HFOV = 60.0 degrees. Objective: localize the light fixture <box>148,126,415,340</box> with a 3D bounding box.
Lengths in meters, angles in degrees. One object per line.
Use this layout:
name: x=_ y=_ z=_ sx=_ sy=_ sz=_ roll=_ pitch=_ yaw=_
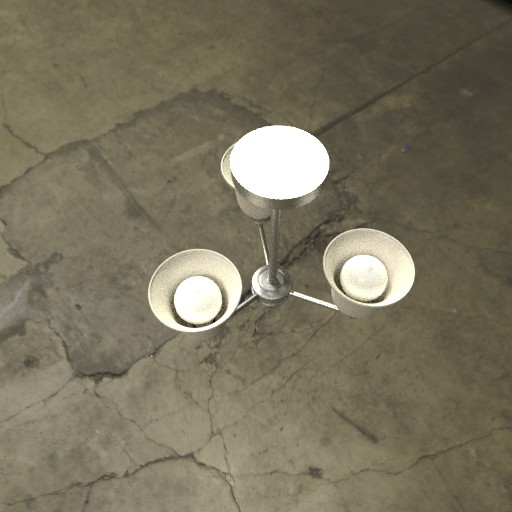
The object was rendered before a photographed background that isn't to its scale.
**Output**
light fixture: x=0.000 y=0.000 z=0.685 sx=0.354 sy=0.370 sz=0.388 roll=-34 pitch=64 yaw=-19
